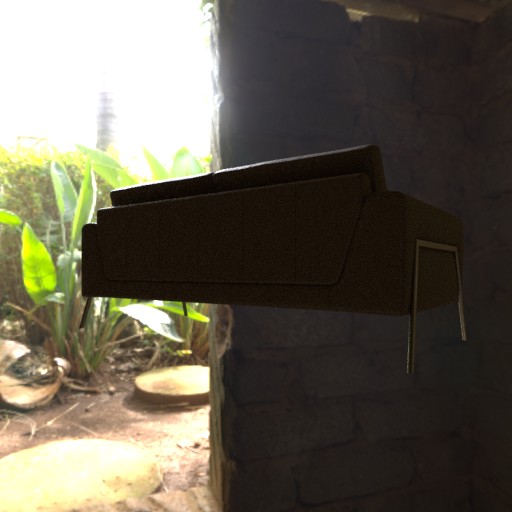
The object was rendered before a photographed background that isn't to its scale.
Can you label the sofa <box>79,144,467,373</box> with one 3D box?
[{"bbox_3d":[0.000,0.000,2.515,2.017,0.875,0.953,-1,-2,36],"label":"sofa"}]
